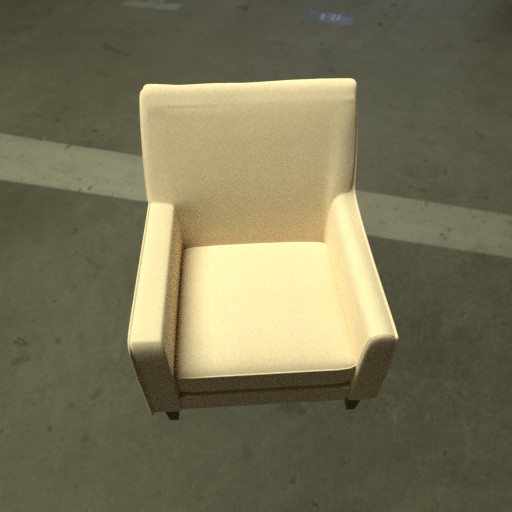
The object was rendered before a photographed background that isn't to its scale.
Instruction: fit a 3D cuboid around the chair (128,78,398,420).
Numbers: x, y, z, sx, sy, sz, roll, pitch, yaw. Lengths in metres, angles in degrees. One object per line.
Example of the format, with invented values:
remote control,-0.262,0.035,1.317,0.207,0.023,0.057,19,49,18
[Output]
chair,0.000,0.000,1.608,0.780,0.919,0.899,-3,47,-2
